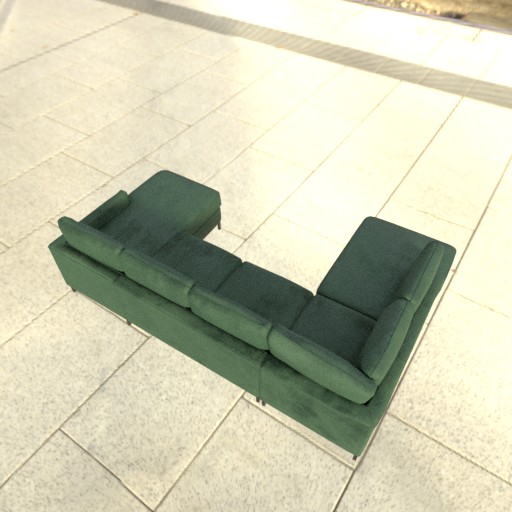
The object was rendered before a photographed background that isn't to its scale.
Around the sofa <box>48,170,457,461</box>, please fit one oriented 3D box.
[{"bbox_3d":[0.000,0.000,3.907,2.994,0.861,1.992,25,52,21],"label":"sofa"}]
